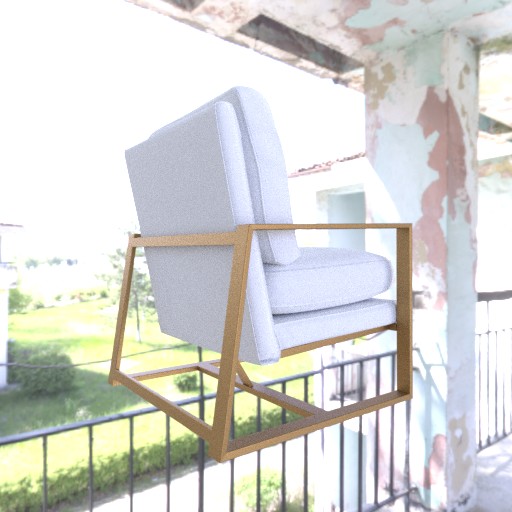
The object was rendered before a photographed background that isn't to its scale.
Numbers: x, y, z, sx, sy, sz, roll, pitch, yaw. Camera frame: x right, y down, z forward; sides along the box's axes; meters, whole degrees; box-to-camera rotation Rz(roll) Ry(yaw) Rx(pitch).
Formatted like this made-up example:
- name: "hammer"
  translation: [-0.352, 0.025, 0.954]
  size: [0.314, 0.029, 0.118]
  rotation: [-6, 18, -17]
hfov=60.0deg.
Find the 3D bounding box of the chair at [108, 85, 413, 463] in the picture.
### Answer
- name: "chair"
  translation: [0.000, 0.000, 1.603]
  size: [0.813, 0.966, 0.805]
  rotation: [0, 1, -37]
